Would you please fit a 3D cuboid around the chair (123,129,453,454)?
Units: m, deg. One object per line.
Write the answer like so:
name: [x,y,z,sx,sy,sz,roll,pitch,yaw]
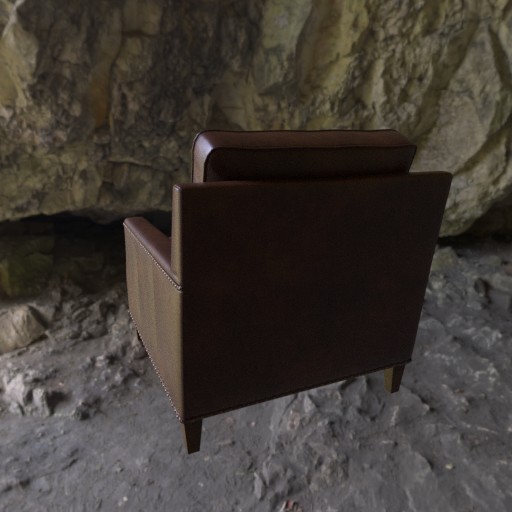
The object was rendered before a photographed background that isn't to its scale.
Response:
chair: [0.000,0.000,1.687,0.853,0.929,1.014,-7,17,-24]
